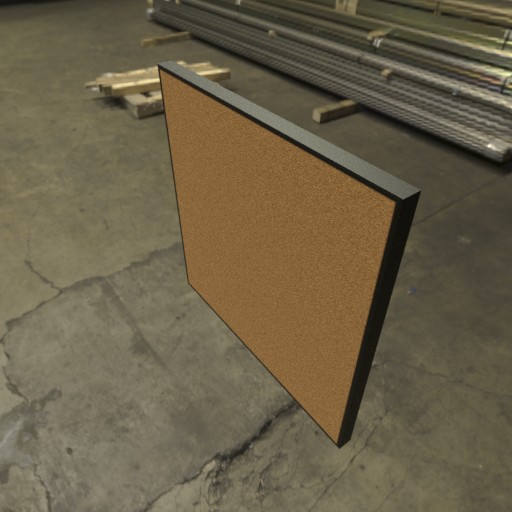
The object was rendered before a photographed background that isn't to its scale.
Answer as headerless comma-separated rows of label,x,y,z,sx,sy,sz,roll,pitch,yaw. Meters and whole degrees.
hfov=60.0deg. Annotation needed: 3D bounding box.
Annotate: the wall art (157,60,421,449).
wall art,0.000,0.000,1.137,0.042,0.766,0.769,-26,47,-27
